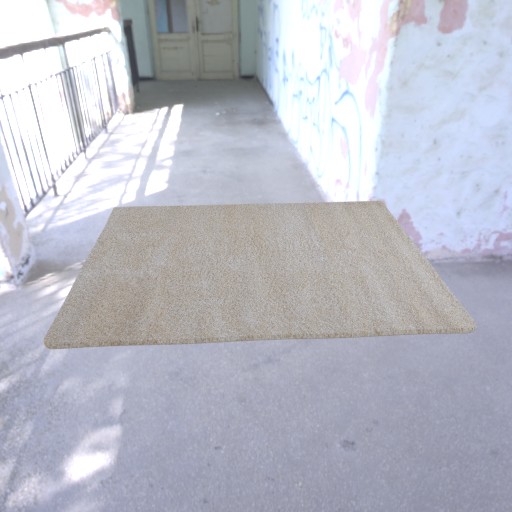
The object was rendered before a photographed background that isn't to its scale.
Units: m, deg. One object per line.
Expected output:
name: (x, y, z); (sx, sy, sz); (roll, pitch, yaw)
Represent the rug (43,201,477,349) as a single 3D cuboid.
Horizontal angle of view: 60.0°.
rug: (0.000, 0.000, 2.129); (1.600, 0.025, 1.199); (-2, 30, -3)
